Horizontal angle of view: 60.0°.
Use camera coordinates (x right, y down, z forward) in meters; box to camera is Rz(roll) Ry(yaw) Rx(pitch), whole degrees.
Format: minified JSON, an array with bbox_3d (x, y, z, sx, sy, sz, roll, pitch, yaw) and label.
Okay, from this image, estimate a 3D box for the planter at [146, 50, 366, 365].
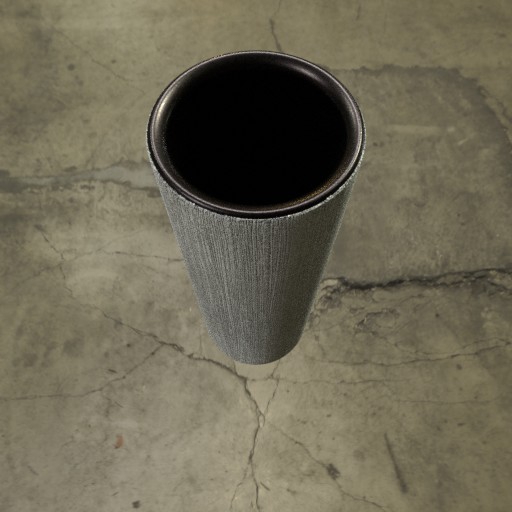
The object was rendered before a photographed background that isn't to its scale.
[{"bbox_3d":[0.000,0.000,0.321,0.100,0.270,0.100,0,64,0],"label":"planter"}]
